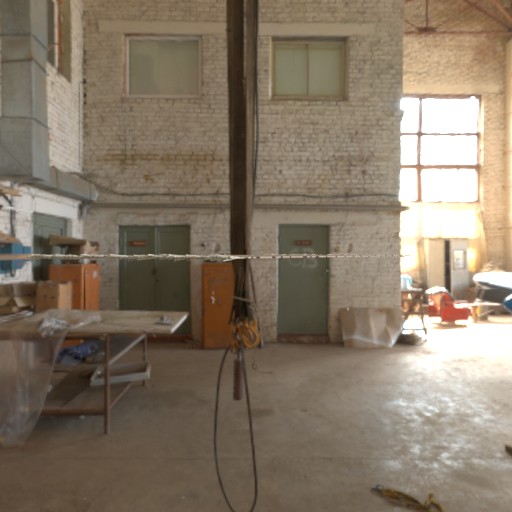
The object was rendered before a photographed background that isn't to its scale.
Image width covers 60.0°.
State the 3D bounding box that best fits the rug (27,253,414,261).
[{"bbox_3d":[0.000,0.000,2.533,1.224,0.028,2.023,0,0,35],"label":"rug"}]
